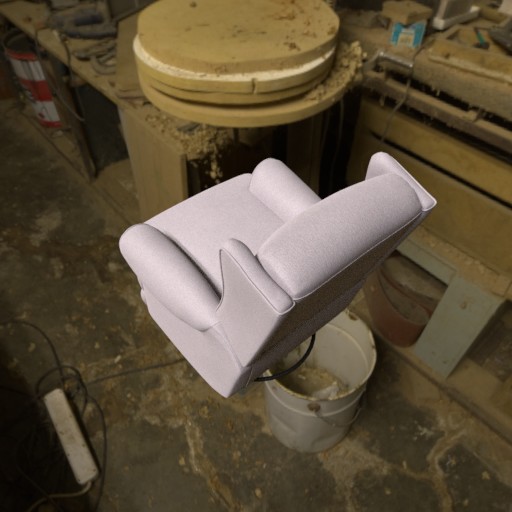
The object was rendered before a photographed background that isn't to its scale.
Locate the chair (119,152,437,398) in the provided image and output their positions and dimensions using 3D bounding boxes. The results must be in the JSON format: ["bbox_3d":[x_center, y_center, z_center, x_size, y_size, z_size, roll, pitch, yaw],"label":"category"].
[{"bbox_3d":[0.000,0.000,1.779,0.847,1.011,0.969,-32,55,-26],"label":"chair"}]
